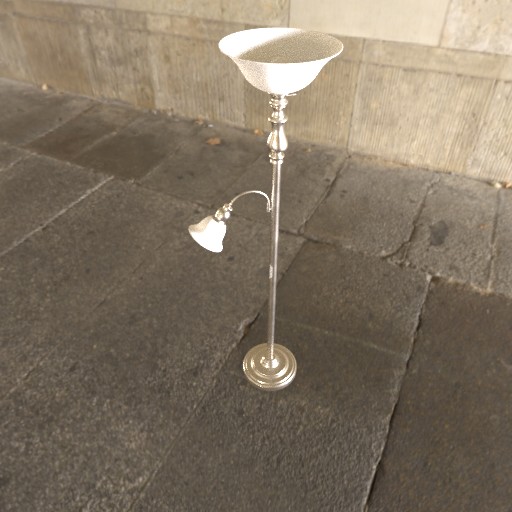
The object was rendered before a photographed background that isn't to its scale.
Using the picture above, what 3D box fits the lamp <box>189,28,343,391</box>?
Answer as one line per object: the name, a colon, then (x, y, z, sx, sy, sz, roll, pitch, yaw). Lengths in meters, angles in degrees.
lamp: (0.000, 0.000, 2.012, 0.575, 1.785, 0.405, -12, 42, -14)
